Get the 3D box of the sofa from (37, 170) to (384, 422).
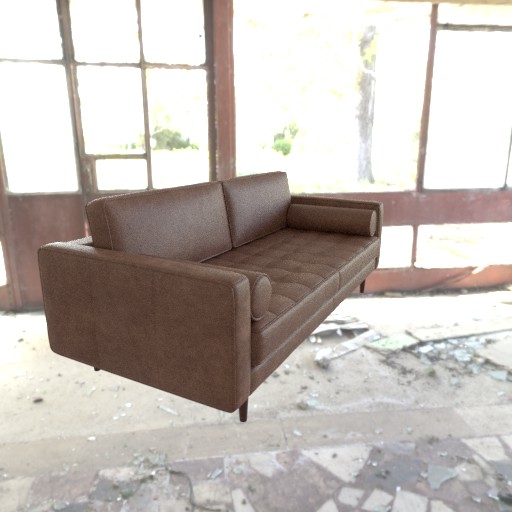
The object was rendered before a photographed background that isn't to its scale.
[{"bbox_3d":[0.000,0.000,2.302,0.910,0.760,1.870,8,17,28],"label":"sofa"}]
